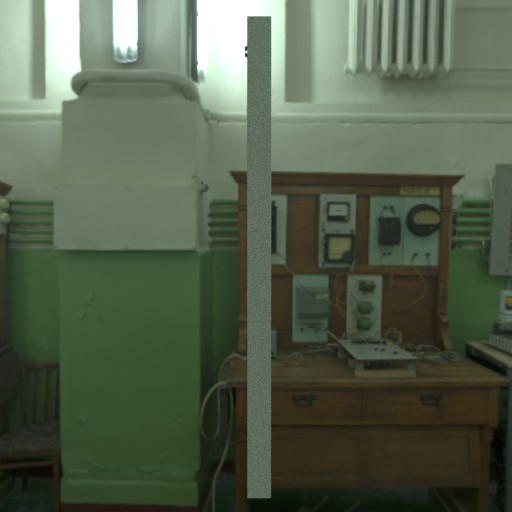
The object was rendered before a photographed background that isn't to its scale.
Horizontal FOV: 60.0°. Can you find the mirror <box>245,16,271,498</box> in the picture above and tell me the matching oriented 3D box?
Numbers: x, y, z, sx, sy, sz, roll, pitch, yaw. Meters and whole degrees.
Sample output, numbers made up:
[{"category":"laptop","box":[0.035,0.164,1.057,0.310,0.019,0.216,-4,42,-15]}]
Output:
[{"category":"mirror","box":[0.000,0.000,0.906,0.040,0.710,0.507,0,2,-1]}]
